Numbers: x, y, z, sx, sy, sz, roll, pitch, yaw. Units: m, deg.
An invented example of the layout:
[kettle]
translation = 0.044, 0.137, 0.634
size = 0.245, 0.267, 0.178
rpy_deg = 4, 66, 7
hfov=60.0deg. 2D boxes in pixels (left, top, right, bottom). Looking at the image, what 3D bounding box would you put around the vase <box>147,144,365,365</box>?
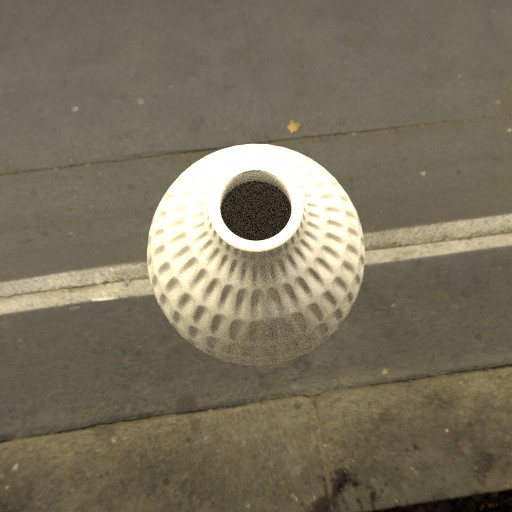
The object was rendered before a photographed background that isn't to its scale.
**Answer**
[vase]
translation = 0.000, 0.000, 0.338
size = 0.162, 0.223, 0.162
rpy_deg = 0, 76, 0
